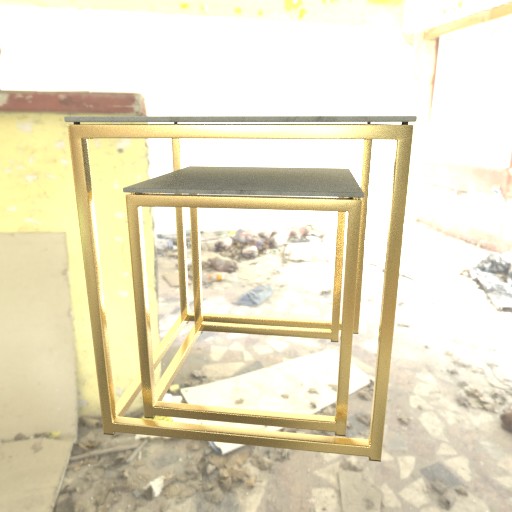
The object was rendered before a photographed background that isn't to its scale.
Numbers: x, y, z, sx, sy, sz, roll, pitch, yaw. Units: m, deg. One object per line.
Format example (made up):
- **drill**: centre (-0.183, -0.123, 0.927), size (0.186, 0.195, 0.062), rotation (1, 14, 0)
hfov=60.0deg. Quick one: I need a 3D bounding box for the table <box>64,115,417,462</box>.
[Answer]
- **table**: centre (0.000, 0.000, 0.841), size (0.450, 0.500, 0.450), rotation (2, 17, 8)
